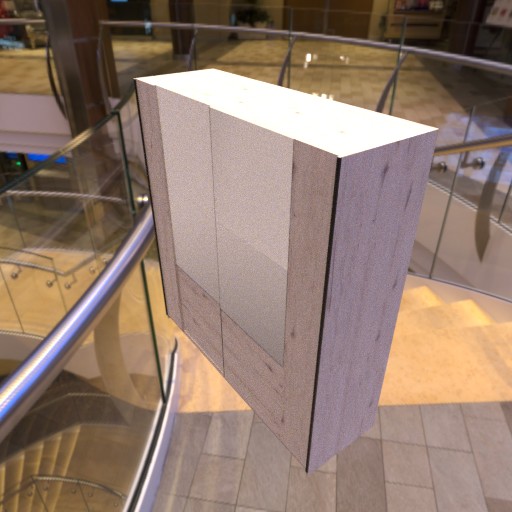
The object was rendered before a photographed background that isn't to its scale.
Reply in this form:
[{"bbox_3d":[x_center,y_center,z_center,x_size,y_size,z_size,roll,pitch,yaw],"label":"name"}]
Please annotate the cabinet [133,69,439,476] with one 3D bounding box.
[{"bbox_3d":[0.000,0.000,3.180,0.660,2.180,2.000,-22,38,-30],"label":"cabinet"}]
